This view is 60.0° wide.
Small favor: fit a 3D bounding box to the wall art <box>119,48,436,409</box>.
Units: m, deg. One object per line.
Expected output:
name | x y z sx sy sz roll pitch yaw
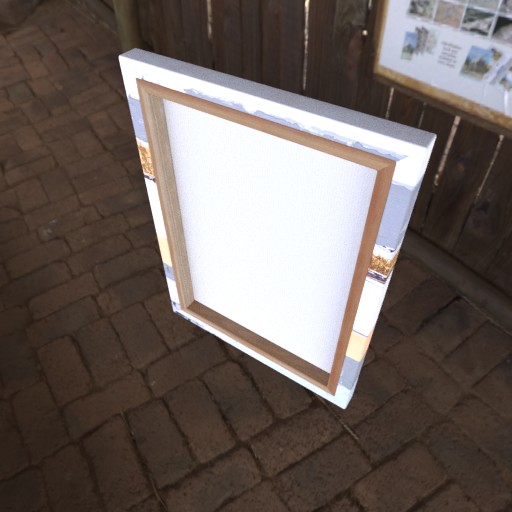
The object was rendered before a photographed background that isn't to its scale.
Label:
wall art | 0.000 0.000 0.784 0.456 0.609 0.038 25 51 23
